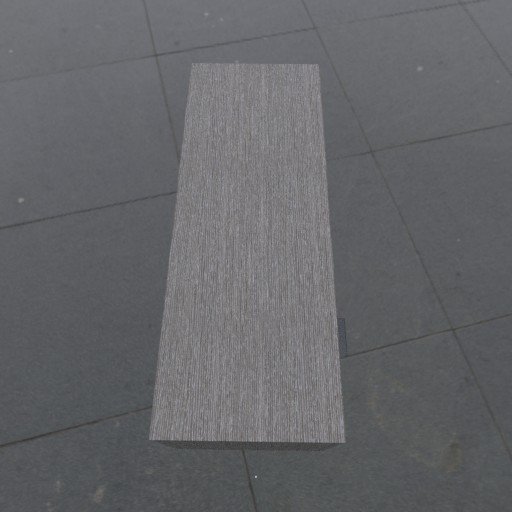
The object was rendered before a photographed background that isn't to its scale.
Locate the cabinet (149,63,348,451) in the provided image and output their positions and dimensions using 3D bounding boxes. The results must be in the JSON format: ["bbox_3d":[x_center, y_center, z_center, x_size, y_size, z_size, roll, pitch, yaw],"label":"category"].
[{"bbox_3d":[0.000,0.000,1.628,0.500,0.599,1.300,1,64,0],"label":"cabinet"}]
